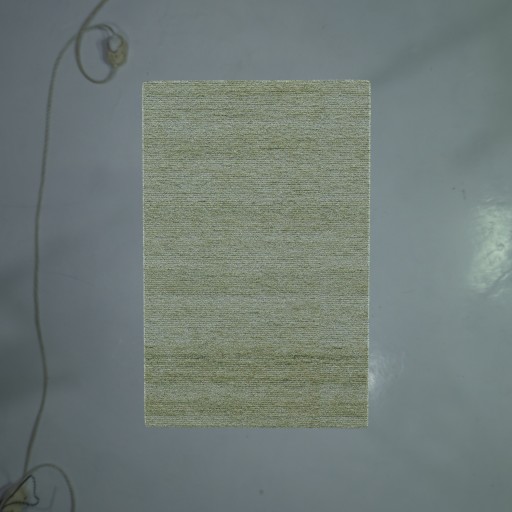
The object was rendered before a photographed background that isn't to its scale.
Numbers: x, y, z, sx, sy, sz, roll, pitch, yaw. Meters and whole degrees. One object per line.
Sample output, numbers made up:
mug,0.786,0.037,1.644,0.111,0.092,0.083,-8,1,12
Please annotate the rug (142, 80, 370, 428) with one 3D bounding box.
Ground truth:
rug,0.000,0.000,2.244,1.143,0.010,1.758,0,92,1
